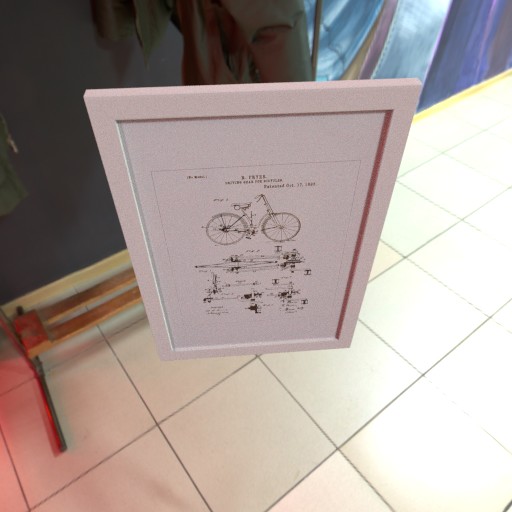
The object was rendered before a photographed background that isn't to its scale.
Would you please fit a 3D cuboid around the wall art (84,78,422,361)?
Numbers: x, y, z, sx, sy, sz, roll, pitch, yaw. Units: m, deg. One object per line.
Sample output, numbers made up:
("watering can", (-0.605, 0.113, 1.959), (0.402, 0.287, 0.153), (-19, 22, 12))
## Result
("wall art", (0.000, 0.000, 0.607), (0.332, 0.477, 0.015), (-3, 46, -3))
